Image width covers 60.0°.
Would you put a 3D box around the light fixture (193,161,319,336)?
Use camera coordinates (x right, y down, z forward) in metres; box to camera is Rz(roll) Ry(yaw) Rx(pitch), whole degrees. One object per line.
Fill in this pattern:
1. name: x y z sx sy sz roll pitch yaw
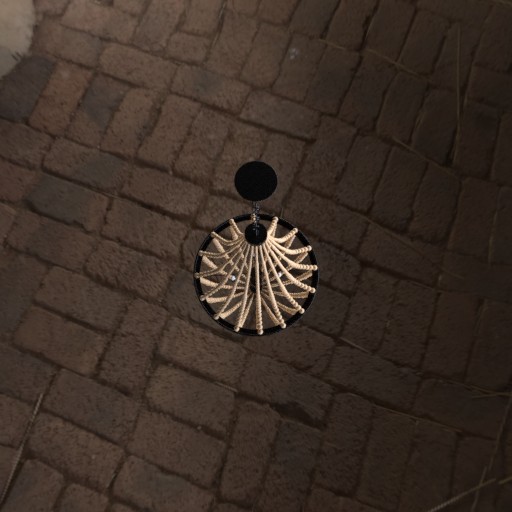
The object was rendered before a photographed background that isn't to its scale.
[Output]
1. light fixture: 0.000 0.000 1.346 0.450 1.133 0.450 0 76 0
